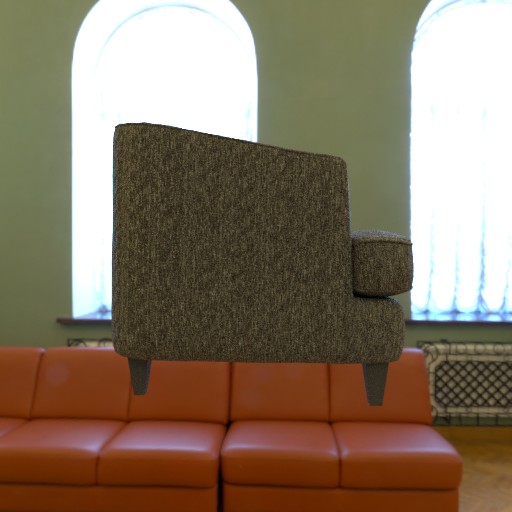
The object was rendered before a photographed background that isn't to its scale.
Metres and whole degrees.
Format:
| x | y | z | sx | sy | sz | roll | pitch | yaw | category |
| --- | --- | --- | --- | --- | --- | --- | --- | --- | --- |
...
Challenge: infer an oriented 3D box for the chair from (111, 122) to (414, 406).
| x | y | z | sx | sy | sz | roll | pitch | yaw | category |
| --- | --- | --- | --- | --- | --- | --- | --- | --- | --- |
| 0.000 | 0.000 | 1.755 | 0.941 | 0.852 | 1.104 | 0 | 0 | 1 | chair |
